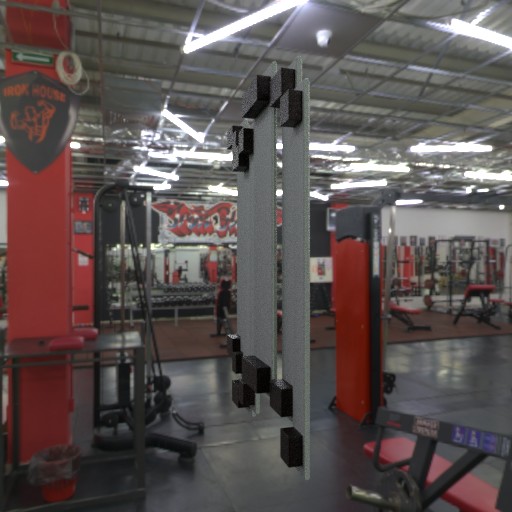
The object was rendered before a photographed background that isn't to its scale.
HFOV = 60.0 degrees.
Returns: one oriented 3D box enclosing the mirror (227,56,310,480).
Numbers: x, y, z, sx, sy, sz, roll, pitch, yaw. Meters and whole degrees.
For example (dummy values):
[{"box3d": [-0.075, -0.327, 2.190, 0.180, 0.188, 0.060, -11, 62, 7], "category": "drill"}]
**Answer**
[{"box3d": [0.000, 0.000, 0.798, 0.058, 0.611, 0.445, 0, -1, -17], "category": "mirror"}]
